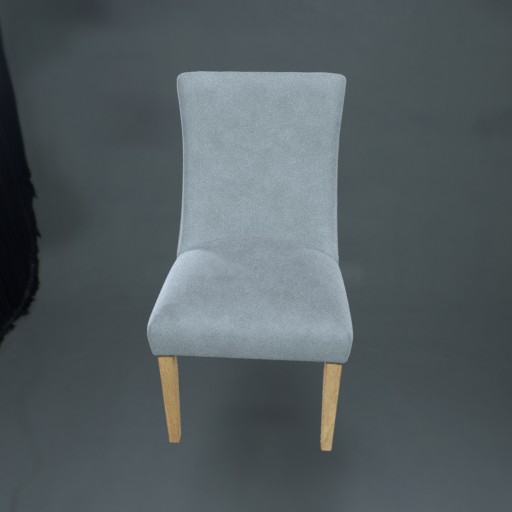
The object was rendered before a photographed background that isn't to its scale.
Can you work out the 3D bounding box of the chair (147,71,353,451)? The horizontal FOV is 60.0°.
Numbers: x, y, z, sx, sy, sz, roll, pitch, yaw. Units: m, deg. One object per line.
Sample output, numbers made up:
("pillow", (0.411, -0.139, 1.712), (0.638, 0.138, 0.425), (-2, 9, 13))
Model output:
("chair", (0.000, 0.000, 1.257), (0.495, 0.902, 0.610), (2, 30, 3))
